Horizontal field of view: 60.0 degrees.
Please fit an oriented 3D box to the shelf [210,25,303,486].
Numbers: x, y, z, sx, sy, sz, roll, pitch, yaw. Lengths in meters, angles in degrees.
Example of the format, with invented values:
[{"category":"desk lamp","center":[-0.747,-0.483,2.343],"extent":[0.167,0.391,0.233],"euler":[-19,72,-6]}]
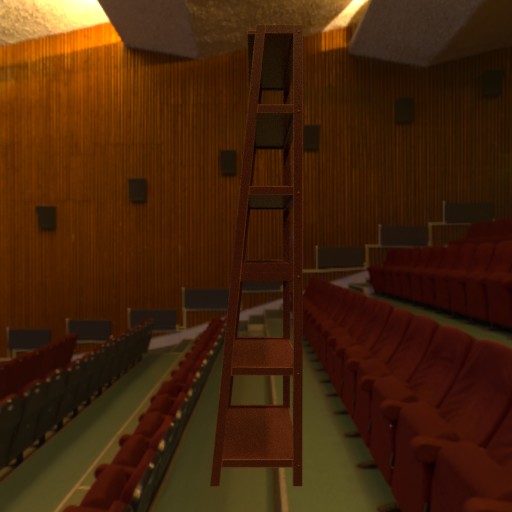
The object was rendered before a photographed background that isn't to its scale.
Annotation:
[{"category":"shelf","center":[0.000,0.000,2.144],"extent":[0.381,1.892,0.660],"euler":[0,1,0]}]
